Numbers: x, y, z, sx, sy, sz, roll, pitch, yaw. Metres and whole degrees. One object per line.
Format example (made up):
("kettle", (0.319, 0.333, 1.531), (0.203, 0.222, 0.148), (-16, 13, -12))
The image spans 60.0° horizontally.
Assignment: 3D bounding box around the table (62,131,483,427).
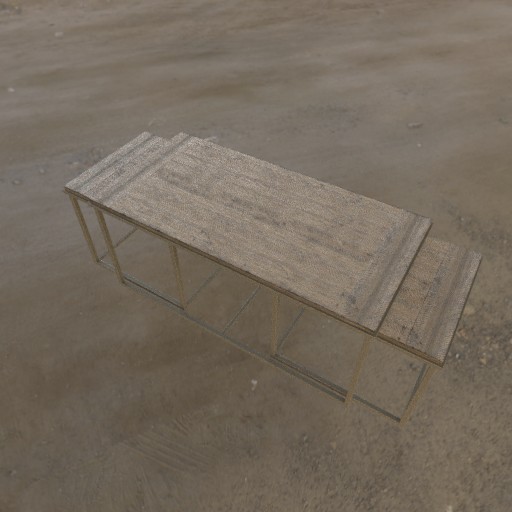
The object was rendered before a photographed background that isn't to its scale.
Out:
("table", (0.000, 0.000, 1.538), (1.312, 0.427, 0.489), (24, 51, 21))
